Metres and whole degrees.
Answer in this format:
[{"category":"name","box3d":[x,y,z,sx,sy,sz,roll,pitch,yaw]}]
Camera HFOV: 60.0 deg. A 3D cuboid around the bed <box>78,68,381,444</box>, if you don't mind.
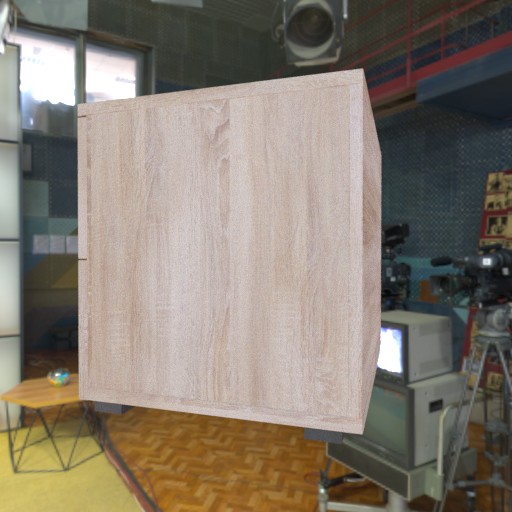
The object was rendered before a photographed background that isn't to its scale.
[{"category":"bed","box3d":[0.000,0.000,0.771,0.401,0.420,0.460,0,1,18]}]
